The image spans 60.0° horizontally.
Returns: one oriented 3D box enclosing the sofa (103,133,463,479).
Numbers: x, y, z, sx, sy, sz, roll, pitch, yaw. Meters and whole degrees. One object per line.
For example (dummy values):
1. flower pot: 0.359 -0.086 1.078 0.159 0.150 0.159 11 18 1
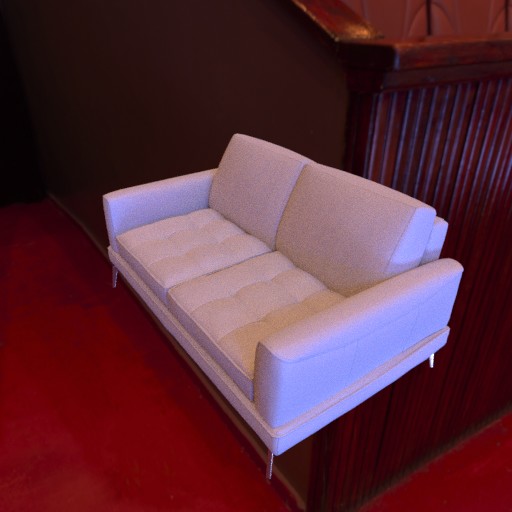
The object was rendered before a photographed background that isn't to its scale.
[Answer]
1. sofa: 0.000 0.000 2.405 1.121 0.930 1.819 -20 36 -30
